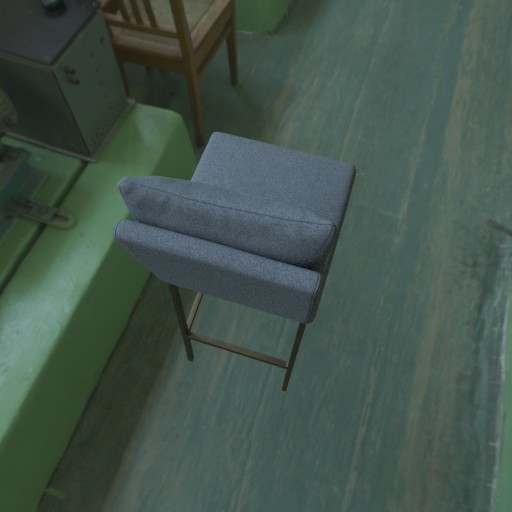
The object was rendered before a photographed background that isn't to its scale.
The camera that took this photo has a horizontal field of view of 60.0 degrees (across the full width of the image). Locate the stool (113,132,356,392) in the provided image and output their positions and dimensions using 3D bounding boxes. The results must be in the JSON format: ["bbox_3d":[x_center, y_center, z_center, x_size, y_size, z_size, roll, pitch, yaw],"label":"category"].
[{"bbox_3d":[0.000,0.000,1.406,0.463,1.130,0.569,16,64,8],"label":"stool"}]
